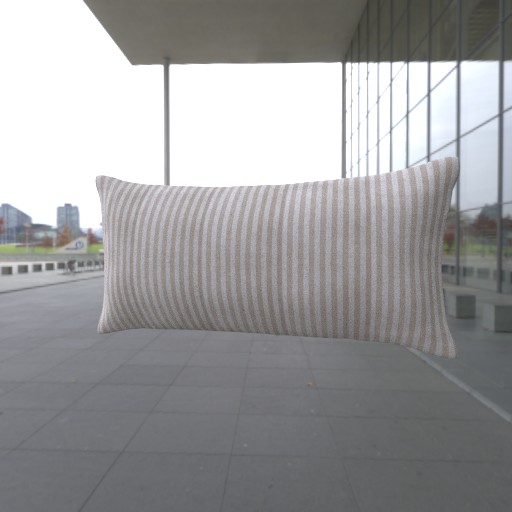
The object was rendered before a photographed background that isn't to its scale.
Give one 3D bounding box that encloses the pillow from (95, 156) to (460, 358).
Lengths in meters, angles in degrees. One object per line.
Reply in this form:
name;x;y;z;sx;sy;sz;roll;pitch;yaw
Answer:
pillow;0.000;0.000;0.733;0.617;0.295;0.151;0;1;17
